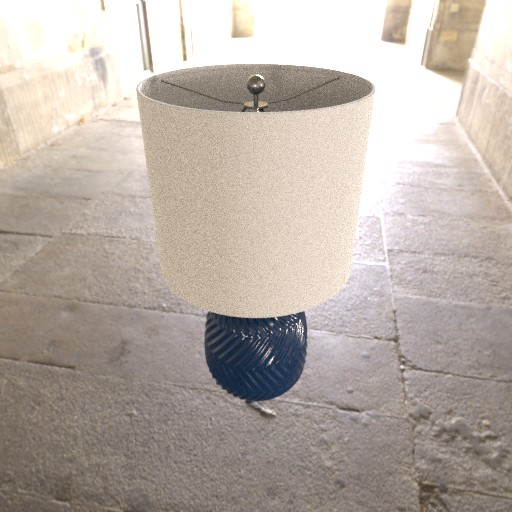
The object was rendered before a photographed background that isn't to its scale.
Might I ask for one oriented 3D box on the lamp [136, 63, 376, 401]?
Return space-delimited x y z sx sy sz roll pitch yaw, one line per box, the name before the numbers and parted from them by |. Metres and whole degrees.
lamp | 0.000 0.000 0.480 0.203 0.368 0.203 -20 38 -29
